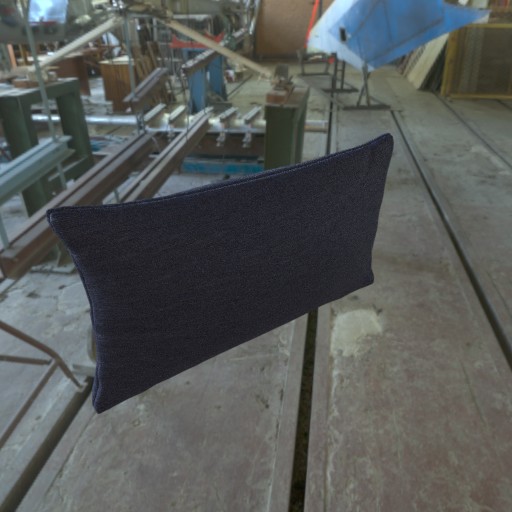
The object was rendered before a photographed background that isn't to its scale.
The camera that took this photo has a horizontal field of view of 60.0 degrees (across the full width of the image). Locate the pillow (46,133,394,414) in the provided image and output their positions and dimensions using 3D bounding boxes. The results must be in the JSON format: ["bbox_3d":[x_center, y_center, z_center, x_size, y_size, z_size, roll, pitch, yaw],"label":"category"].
[{"bbox_3d":[0.000,0.000,0.772,0.633,0.338,0.210,-20,35,-31],"label":"pillow"}]
